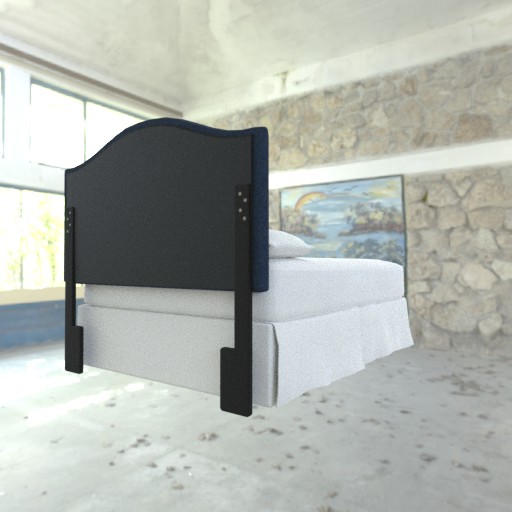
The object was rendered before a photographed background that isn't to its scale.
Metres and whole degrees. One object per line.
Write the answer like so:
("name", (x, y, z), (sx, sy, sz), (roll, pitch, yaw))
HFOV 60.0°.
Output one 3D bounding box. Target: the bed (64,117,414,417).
("bed", (0.000, 0.000, 3.340), (1.725, 1.518, 2.153), (-1, -1, 36))
